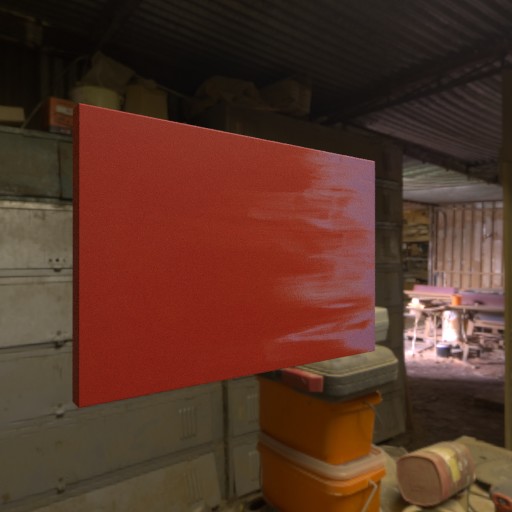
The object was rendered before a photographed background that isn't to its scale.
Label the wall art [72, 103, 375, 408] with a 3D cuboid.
[{"bbox_3d":[0.000,0.000,0.780,0.607,0.405,0.033,0,0,-36],"label":"wall art"}]
